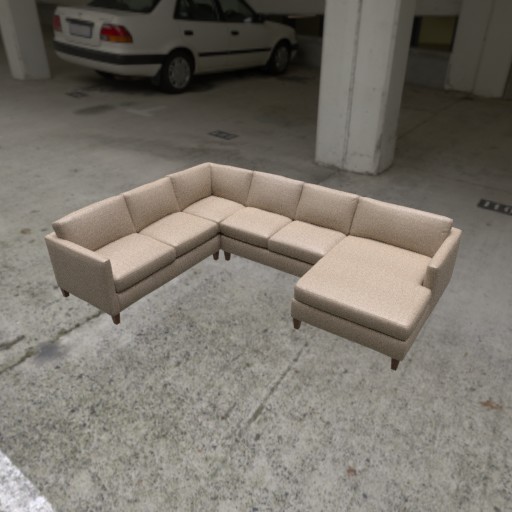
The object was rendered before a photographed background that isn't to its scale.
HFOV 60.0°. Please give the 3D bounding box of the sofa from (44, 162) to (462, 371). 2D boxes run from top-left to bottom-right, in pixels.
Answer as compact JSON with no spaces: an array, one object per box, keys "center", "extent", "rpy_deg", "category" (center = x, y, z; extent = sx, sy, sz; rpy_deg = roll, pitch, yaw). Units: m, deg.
[{"center":[0.000,0.000,4.626],"extent":[3.460,0.961,2.594],"rpy_deg":[19,35,30],"category":"sofa"}]
